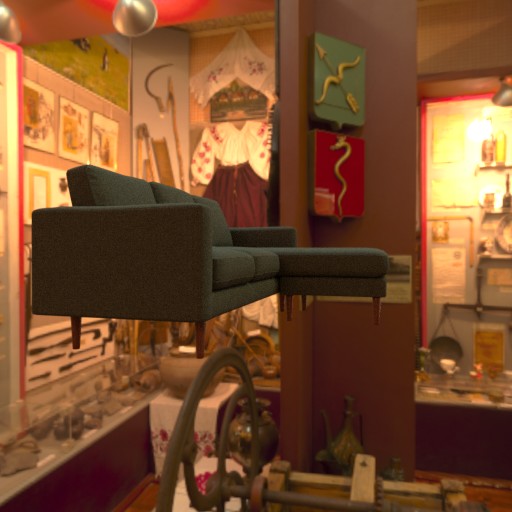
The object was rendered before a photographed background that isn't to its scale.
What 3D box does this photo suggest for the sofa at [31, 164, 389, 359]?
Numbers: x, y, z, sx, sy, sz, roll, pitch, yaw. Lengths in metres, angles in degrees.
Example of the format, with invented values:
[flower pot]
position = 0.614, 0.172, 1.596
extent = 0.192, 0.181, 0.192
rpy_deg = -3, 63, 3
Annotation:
[sofa]
position = 0.000, 0.000, 2.887
extent = 1.667, 0.957, 2.055
rpy_deg = 0, 1, 17
